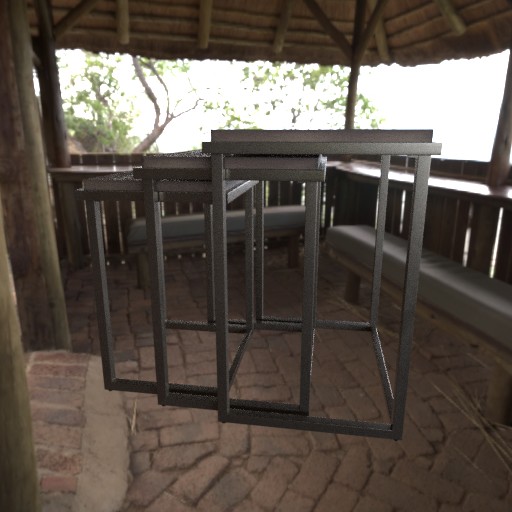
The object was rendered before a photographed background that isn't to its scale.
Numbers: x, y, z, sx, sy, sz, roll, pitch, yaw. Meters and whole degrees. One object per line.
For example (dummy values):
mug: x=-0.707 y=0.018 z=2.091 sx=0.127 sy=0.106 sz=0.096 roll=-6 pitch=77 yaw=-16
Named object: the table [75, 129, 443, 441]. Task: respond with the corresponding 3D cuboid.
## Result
table: x=0.000 y=0.000 z=1.118 sx=0.706 sy=0.610 sz=0.559 roll=2 pitch=16 yaw=9
